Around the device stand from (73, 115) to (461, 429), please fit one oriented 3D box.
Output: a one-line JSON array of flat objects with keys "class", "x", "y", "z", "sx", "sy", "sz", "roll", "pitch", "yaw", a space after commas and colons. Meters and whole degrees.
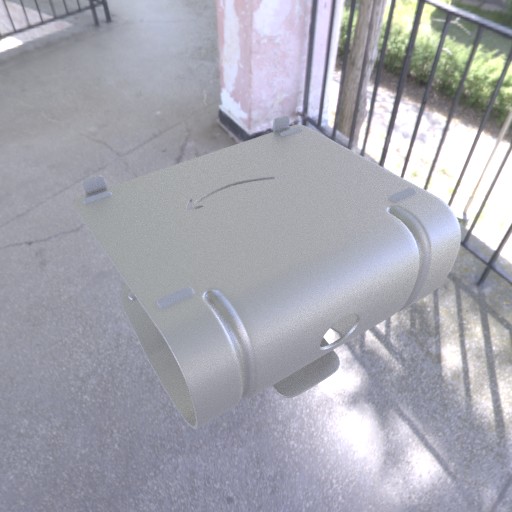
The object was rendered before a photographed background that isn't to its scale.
[{"class": "device stand", "x": 0.000, "y": 0.000, "z": 0.412, "sx": 0.256, "sy": 0.155, "sz": 0.236, "roll": -24, "pitch": 51, "yaw": -21}]
